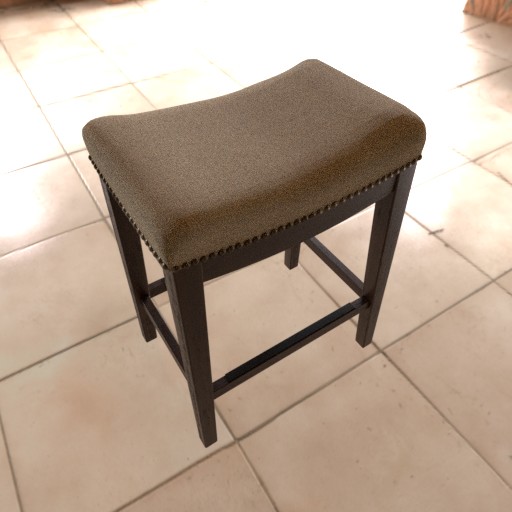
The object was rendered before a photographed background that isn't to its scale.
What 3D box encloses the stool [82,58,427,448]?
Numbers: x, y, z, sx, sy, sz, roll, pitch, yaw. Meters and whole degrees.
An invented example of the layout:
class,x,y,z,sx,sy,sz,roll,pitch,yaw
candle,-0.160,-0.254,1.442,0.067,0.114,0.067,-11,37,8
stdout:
class,x,y,z,sx,sy,sz,roll,pitch,yaw
stool,0.000,0.000,0.963,0.509,0.669,0.363,-25,52,-22
